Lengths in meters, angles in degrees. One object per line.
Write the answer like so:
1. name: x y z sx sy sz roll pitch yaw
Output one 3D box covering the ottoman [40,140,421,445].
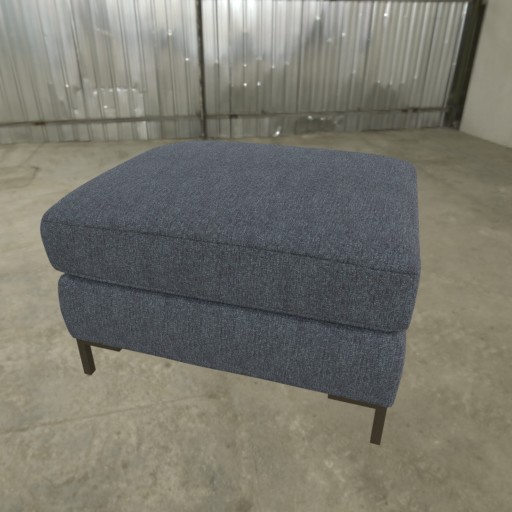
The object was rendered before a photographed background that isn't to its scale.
1. ottoman: 0.000 0.000 1.266 0.831 0.533 0.695 8 29 15
